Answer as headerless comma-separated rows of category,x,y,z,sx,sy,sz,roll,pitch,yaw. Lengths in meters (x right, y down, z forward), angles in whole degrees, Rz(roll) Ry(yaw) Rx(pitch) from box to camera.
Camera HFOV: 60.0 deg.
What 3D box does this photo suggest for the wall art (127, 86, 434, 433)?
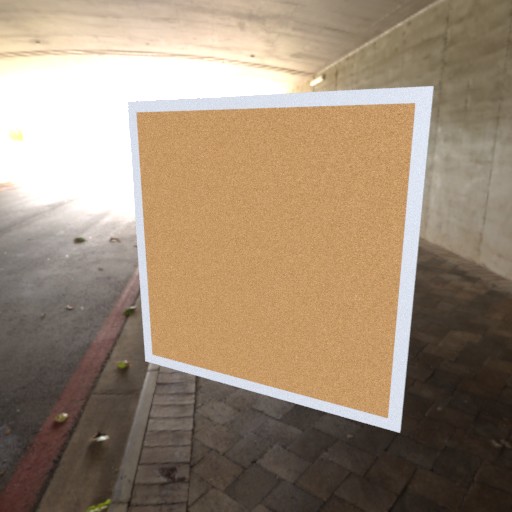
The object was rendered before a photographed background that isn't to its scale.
wall art,0.000,0.000,1.185,0.812,0.813,0.013,7,17,26
